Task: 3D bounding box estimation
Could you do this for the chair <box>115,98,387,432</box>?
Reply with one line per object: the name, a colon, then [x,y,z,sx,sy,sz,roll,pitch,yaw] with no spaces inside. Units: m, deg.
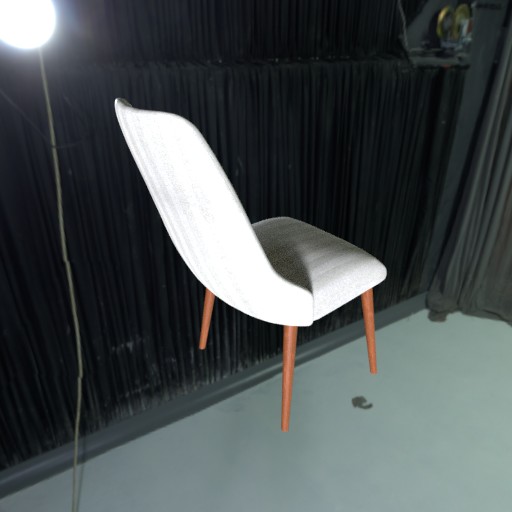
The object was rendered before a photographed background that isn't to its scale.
chair: [0.000,0.000,1.318,0.684,0.917,0.526,-19,33,-32]
